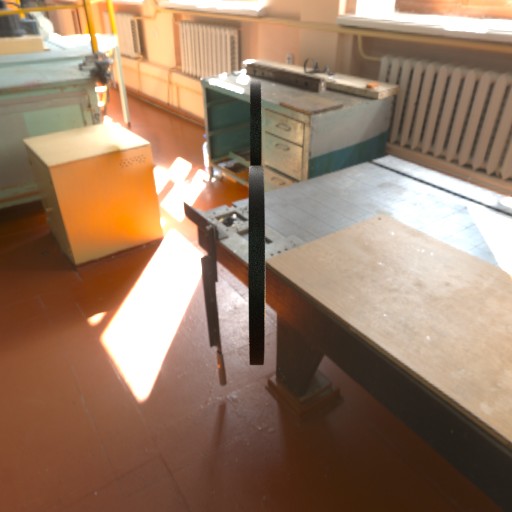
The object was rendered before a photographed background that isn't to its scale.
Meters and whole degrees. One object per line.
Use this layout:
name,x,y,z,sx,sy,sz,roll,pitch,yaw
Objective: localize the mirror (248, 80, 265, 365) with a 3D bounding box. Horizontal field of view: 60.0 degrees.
mirror,0.000,0.000,3.130,0.076,2.096,2.160,0,32,0
